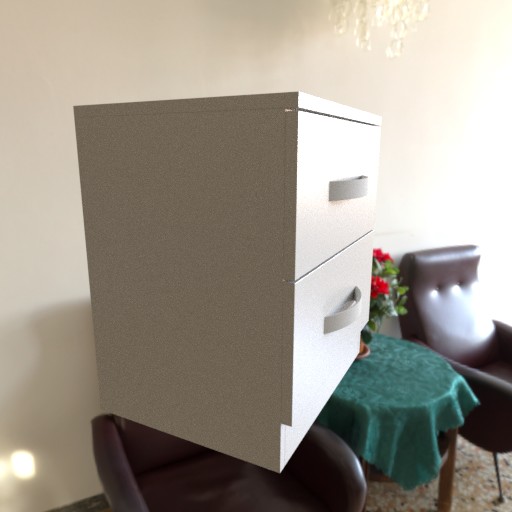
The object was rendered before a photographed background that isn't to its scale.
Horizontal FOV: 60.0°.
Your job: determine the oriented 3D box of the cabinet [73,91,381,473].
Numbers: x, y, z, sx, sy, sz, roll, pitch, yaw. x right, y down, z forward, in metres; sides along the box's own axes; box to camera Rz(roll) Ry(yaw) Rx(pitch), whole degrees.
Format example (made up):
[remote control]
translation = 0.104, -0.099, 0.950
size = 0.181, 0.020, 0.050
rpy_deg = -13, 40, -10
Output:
[cabinet]
translation = 0.000, 0.000, 0.757
size = 0.360, 0.470, 0.400
rpy_deg = 7, 15, 27
